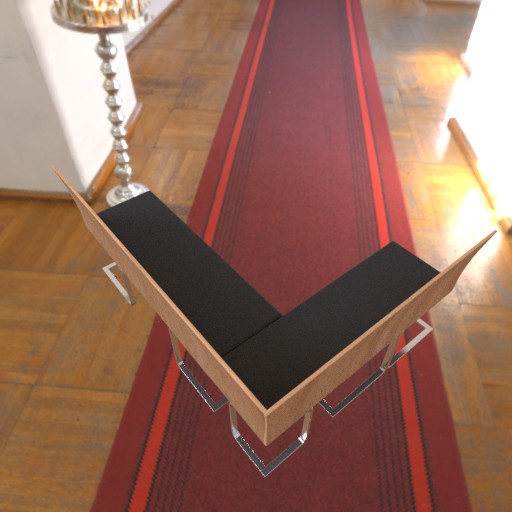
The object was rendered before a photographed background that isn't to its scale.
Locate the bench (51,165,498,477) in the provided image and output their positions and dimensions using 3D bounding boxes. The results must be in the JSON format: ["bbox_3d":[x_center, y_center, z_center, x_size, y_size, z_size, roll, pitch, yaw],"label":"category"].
[{"bbox_3d":[0.000,0.000,2.714,1.495,0.930,1.945,-30,53,-26],"label":"bench"}]
